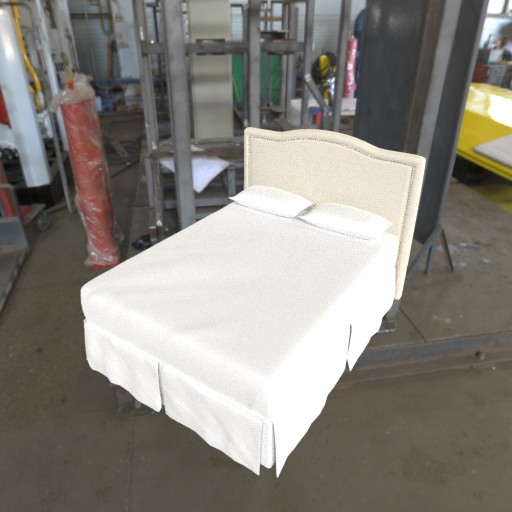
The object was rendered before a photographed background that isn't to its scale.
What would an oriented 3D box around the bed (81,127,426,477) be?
[{"bbox_3d":[0.000,0.000,3.360,1.741,1.449,2.196,19,35,29],"label":"bed"}]
